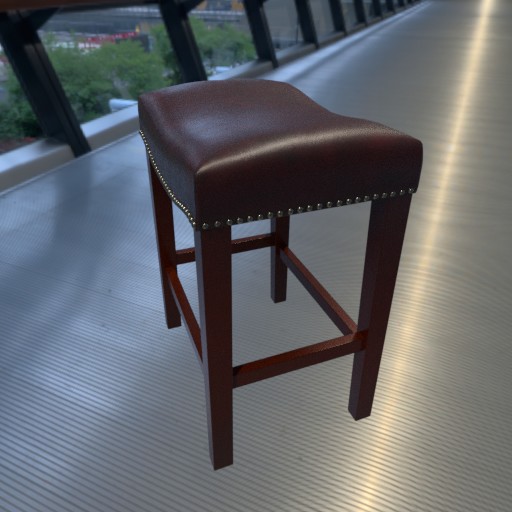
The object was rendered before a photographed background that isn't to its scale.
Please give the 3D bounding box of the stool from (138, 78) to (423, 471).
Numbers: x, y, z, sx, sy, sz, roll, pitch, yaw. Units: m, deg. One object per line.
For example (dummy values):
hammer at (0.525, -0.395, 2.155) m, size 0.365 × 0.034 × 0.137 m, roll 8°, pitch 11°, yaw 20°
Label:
stool at (0.000, 0.000, 0.965) m, size 0.372 × 0.657 × 0.504 m, roll -11°, pitch 33°, yaw -18°
